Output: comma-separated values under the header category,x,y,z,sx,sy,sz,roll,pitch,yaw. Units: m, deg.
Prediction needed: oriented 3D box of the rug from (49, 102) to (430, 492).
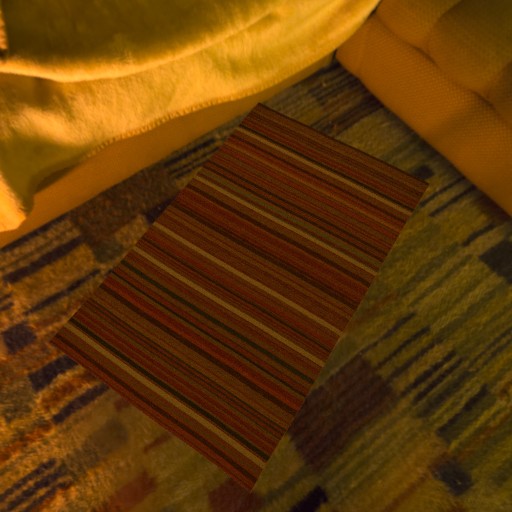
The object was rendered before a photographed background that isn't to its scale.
category,x,y,z,sx,sy,sz,roll,pitch,yaw
rug,0.000,0.000,3.048,1.523,0.008,2.438,30,67,14
